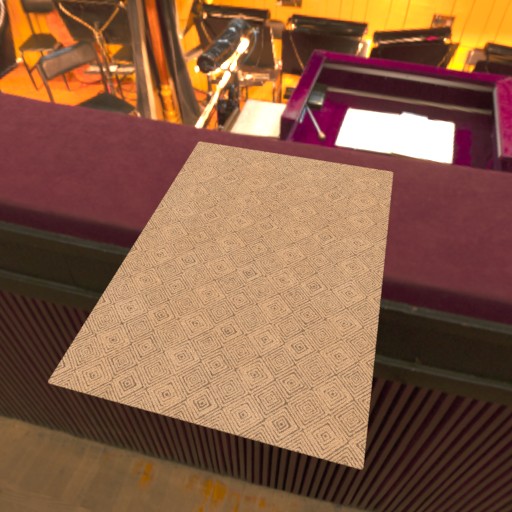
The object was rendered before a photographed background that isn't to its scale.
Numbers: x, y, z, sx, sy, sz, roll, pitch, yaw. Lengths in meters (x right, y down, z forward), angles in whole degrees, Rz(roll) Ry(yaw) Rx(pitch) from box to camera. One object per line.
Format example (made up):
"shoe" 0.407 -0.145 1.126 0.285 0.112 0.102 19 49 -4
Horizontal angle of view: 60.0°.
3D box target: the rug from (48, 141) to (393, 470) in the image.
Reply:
"rug" 0.000 0.000 2.841 1.593 0.008 2.238 11 49 10
